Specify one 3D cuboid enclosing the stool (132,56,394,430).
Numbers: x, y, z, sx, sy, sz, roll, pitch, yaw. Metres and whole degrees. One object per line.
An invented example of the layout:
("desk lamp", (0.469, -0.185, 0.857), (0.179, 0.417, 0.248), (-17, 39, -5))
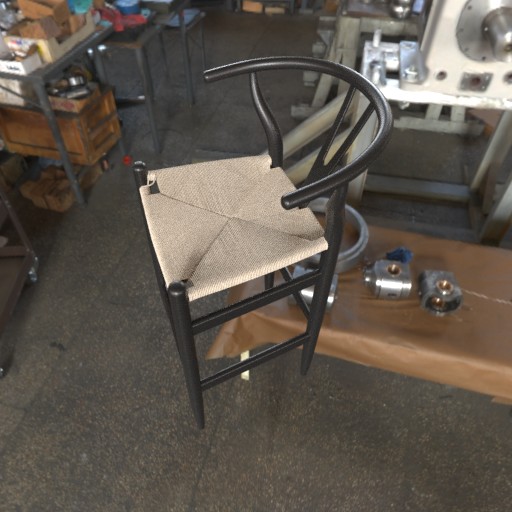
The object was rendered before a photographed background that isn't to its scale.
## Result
("stool", (0.000, 0.000, 1.306), (0.579, 0.970, 0.569), (-15, 49, -14))
